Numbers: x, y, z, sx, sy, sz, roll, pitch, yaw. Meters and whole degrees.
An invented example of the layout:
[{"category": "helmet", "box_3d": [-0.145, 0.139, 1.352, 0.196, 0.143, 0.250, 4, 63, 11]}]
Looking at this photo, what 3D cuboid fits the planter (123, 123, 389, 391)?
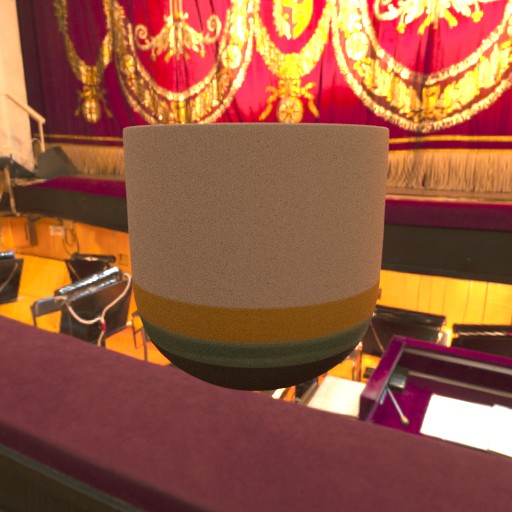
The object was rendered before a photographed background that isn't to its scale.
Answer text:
[{"category": "planter", "box_3d": [0.000, 0.000, 0.492, 0.268, 0.270, 0.268, 0, 14, 0]}]
